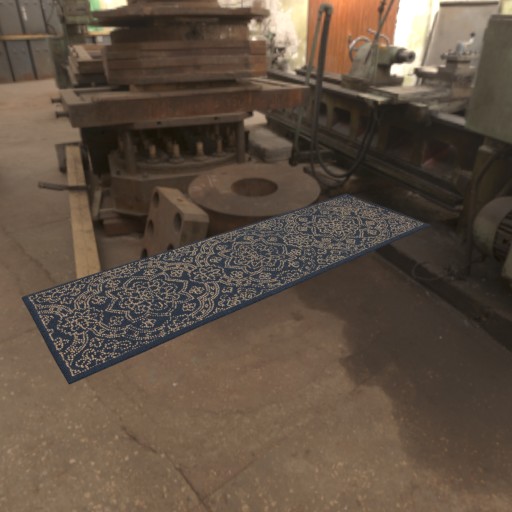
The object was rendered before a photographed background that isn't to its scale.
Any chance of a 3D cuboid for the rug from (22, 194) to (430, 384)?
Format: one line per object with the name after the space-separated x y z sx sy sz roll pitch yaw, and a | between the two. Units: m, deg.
0.000 0.000 2.656 2.448 0.012 0.769 -20 35 -32 | rug
